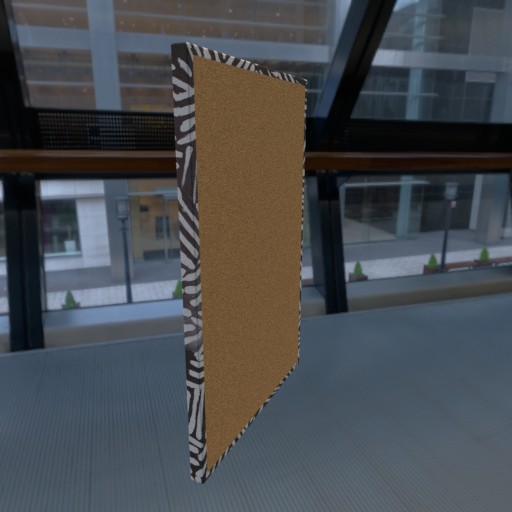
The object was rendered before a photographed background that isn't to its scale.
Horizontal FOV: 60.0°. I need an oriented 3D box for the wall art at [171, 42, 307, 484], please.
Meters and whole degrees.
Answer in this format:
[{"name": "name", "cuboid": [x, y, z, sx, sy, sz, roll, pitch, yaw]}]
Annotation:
[{"name": "wall art", "cuboid": [0.000, 0.000, 1.155, 0.035, 0.918, 0.615, 7, 17, 25]}]
